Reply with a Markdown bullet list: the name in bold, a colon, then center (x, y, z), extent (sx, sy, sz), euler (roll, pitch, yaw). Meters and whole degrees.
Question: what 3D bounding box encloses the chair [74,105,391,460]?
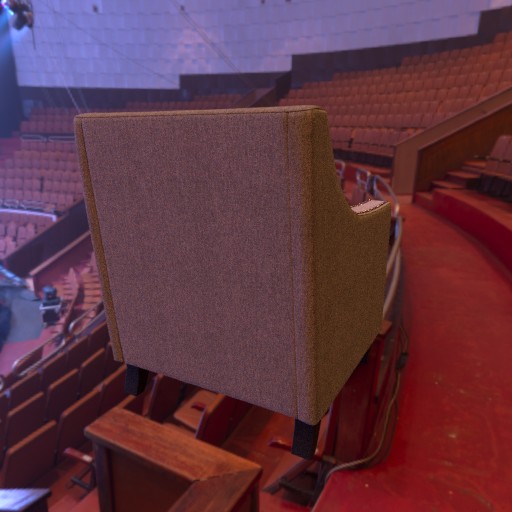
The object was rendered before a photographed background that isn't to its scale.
- **chair**: center (0.000, 0.000, 1.600), extent (0.776, 0.967, 0.884), euler (8, 17, 28)
